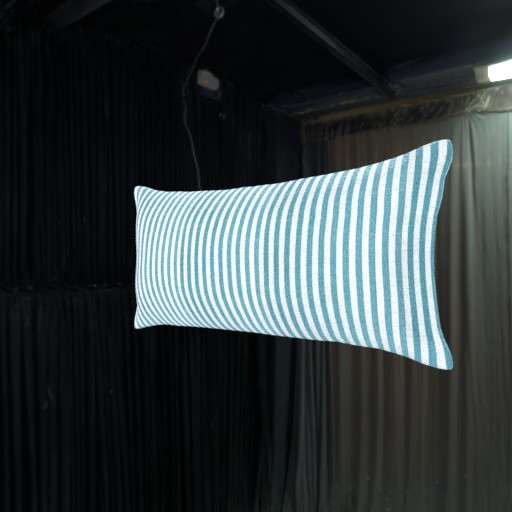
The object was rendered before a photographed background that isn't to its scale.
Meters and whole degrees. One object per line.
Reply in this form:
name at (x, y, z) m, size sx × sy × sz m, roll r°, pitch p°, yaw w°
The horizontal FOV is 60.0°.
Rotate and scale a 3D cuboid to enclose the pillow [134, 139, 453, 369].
pillow at (0.000, 0.000, 0.742) m, size 0.617 × 0.295 × 0.151 m, roll -1°, pitch -1°, yaw 35°
